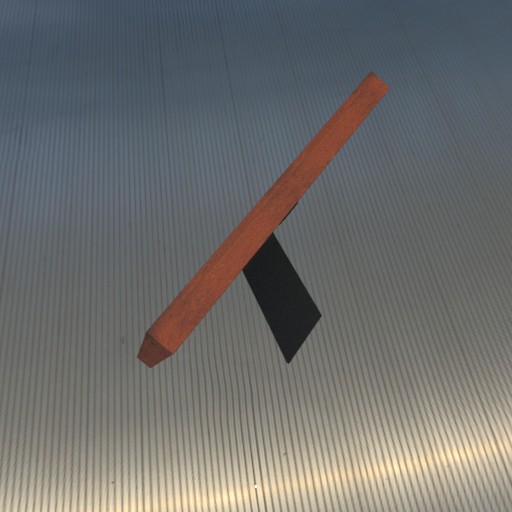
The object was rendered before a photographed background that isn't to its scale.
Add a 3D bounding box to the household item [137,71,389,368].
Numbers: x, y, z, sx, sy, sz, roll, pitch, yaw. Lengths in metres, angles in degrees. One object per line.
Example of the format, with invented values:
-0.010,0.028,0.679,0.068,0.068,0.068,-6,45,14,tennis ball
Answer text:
0.000,0.000,0.385,0.131,0.240,0.240,33,67,16,household item
